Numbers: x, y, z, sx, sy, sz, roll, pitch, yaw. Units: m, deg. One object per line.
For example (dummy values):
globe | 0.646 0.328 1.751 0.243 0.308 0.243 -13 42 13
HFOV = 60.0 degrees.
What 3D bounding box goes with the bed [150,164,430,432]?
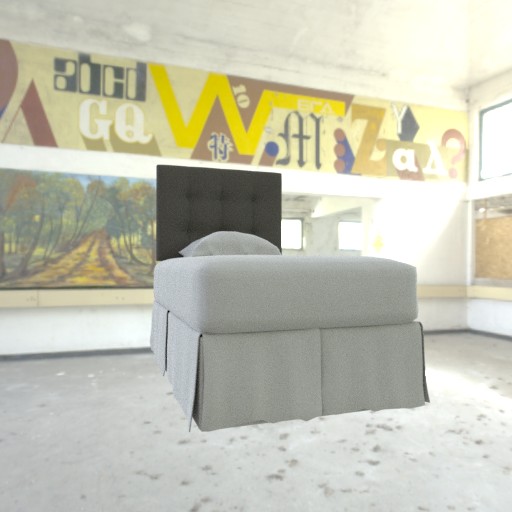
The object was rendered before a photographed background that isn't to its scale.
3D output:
bed | 0.000 0.000 3.020 1.261 1.571 1.997 0 -1 -19
